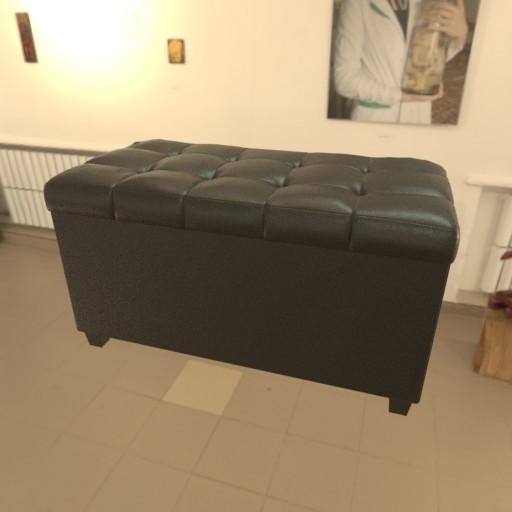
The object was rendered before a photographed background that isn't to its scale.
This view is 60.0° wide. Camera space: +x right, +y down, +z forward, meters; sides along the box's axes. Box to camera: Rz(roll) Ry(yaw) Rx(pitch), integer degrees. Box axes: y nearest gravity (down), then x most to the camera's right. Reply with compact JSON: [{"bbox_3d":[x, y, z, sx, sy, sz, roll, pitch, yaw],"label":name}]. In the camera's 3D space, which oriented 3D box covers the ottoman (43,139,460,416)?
[{"bbox_3d":[0.000,0.000,1.097,0.838,0.470,0.432,8,28,16],"label":"ottoman"}]
